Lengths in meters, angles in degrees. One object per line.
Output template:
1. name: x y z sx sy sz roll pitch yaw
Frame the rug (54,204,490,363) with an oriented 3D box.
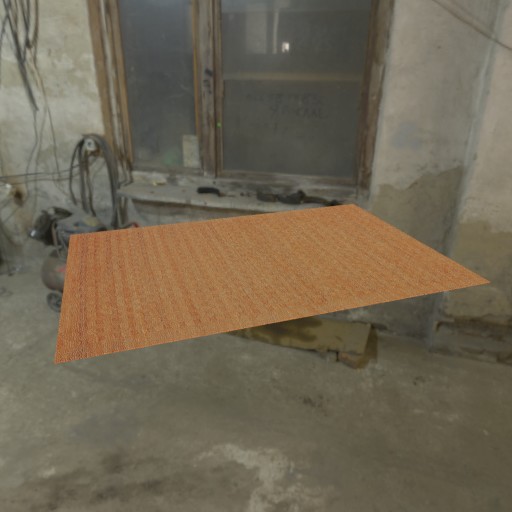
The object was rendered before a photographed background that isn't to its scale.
1. rug: 0.000 0.000 2.840 2.285 0.006 1.524 -8 25 -17
